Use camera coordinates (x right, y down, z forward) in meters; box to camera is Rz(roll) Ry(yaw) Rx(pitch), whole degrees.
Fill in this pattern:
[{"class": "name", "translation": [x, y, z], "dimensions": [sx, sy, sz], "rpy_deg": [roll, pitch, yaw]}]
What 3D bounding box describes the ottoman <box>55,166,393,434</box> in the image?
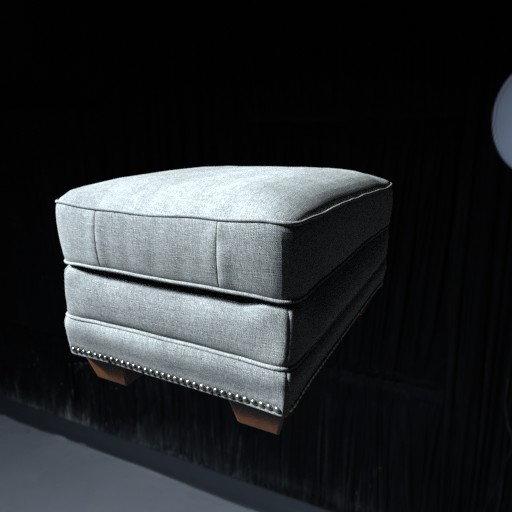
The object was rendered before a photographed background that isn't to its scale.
[{"class": "ottoman", "translation": [0.000, 0.000, 1.158], "dimensions": [0.561, 0.457, 0.813], "rpy_deg": [8, 17, 26]}]
